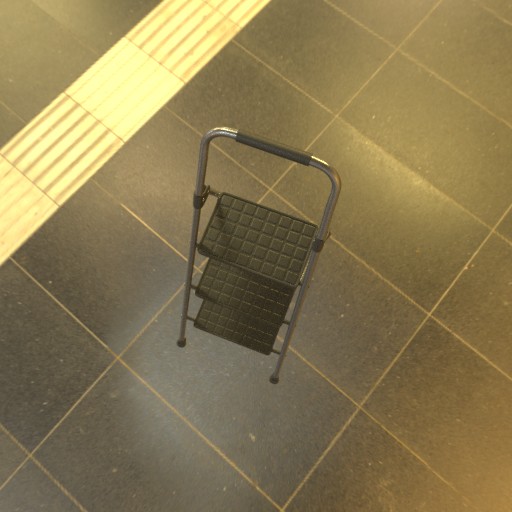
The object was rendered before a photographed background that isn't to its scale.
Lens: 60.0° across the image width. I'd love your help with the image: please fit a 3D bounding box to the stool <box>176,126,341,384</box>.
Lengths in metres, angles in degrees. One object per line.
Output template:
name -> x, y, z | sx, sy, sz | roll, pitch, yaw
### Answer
stool -> 0.000, 0.000, 1.448 | 0.473, 1.121, 0.733 | 20, 77, 5
